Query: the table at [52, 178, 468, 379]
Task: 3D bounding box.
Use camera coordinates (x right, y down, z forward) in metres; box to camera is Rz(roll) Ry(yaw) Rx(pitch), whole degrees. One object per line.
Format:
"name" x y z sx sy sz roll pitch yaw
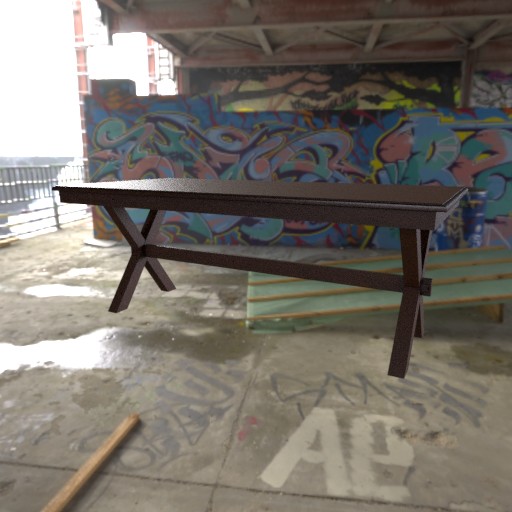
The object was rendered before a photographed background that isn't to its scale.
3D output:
"table" 0.000 0.000 1.471 1.197 0.459 0.594 7 14 28
